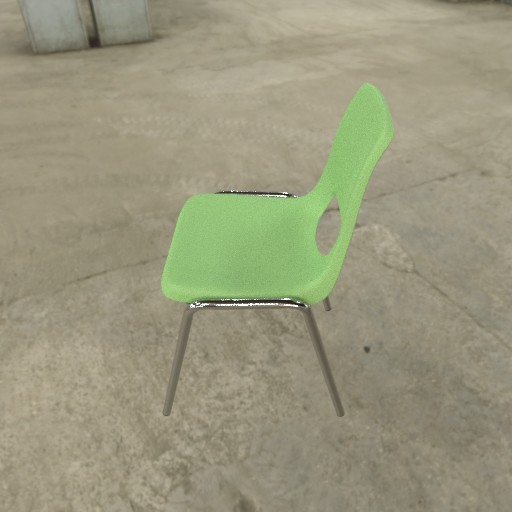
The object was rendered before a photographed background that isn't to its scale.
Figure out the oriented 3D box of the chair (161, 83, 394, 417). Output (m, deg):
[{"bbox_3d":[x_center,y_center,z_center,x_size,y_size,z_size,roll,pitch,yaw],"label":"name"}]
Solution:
[{"bbox_3d":[0.000,0.000,0.966,0.436,0.704,0.381,1,41,1],"label":"chair"}]
